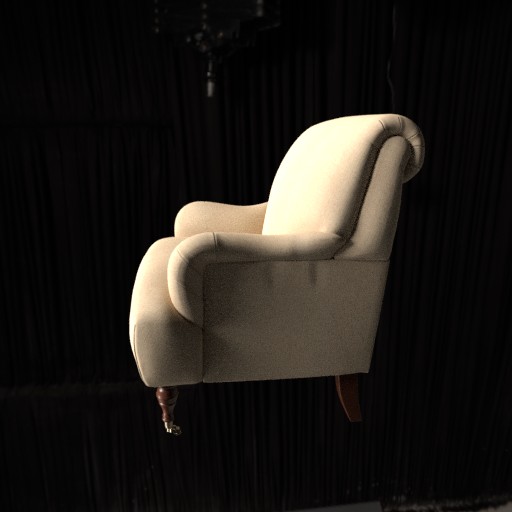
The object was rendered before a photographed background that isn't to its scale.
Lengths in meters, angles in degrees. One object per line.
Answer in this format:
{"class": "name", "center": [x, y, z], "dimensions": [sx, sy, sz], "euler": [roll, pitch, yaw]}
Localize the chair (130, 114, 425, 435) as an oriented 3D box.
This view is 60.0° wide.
{"class": "chair", "center": [0.000, 0.000, 1.568], "dimensions": [0.842, 0.944, 0.766], "euler": [-2, 14, -8]}
